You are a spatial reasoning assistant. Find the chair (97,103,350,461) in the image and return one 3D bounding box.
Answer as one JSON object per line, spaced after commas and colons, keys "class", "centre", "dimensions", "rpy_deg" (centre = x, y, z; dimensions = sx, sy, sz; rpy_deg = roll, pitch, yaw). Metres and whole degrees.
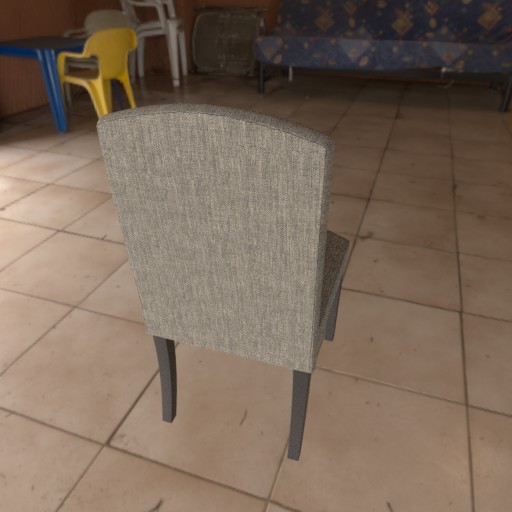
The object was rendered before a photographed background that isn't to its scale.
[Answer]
{"class": "chair", "centre": [0.000, 0.000, 1.211], "dimensions": [0.451, 0.917, 0.580], "rpy_deg": [10, 33, 16]}
